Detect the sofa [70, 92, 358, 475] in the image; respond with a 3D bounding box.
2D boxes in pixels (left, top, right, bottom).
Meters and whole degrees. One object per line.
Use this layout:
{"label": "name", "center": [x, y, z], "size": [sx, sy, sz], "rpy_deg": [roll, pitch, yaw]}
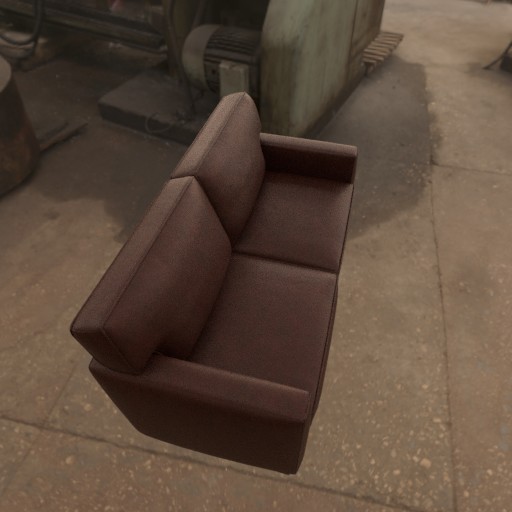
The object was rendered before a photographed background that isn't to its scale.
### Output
{"label": "sofa", "center": [0.000, 0.000, 2.324], "size": [0.912, 0.928, 1.876], "rpy_deg": [11, 47, 10]}
